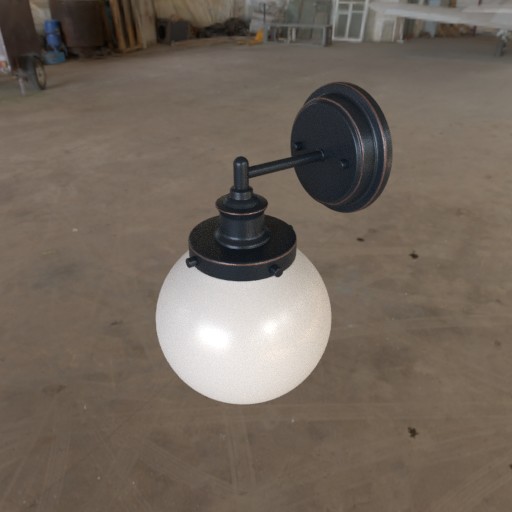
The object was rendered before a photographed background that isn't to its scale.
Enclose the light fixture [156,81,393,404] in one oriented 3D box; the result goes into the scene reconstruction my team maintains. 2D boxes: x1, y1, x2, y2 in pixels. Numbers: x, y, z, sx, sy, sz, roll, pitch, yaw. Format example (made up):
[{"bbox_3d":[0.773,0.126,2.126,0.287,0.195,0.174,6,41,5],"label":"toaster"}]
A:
[{"bbox_3d":[0.000,0.000,0.478,0.230,0.332,0.197,-20,36,-29],"label":"light fixture"}]
